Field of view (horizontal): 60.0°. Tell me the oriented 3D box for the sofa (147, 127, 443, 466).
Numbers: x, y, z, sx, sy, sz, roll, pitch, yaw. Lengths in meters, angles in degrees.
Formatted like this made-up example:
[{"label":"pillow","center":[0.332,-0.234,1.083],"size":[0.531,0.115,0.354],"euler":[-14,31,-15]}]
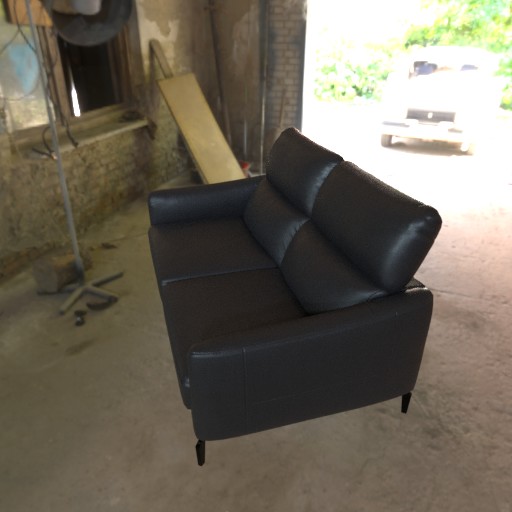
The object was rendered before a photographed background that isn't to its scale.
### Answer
[{"label":"sofa","center":[0.000,0.000,2.181],"size":[0.958,0.920,1.596],"euler":[-8,29,-15]}]
